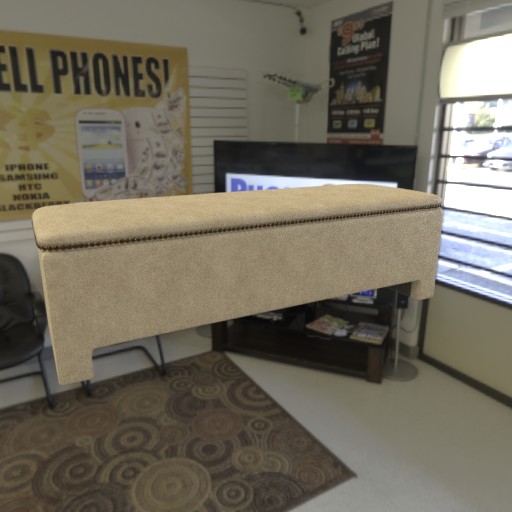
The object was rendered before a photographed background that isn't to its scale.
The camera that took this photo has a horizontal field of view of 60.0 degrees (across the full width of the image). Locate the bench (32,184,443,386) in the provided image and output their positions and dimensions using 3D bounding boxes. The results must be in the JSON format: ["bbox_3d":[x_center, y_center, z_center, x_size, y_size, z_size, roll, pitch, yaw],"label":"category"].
[{"bbox_3d":[0.000,0.000,1.686,1.482,0.447,0.470,-8,18,-27],"label":"bench"}]
